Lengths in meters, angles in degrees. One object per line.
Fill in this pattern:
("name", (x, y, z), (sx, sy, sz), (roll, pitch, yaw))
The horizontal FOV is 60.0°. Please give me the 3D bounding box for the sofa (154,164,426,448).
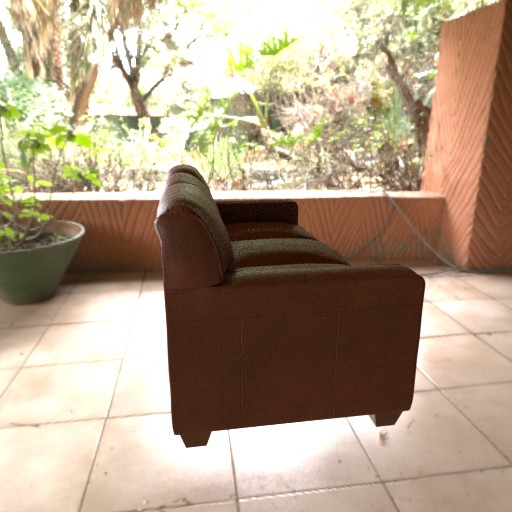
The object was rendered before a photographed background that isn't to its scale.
("sofa", (0.000, 0.000, 2.539), (1.008, 0.953, 2.039), (-3, 16, -9))
